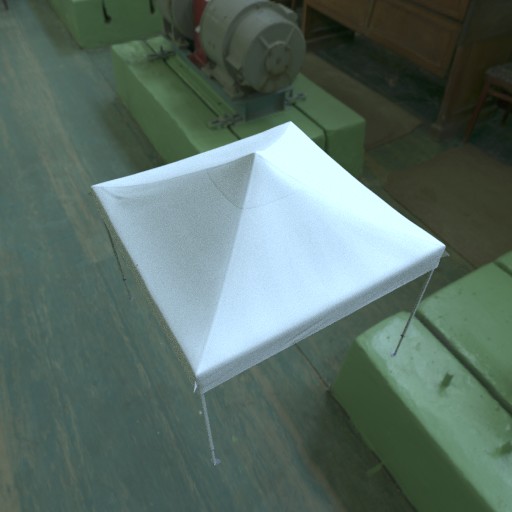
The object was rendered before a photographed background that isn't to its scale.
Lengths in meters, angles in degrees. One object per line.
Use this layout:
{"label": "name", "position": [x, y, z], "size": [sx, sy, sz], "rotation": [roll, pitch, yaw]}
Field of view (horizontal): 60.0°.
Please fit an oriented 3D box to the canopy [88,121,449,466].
{"label": "canopy", "position": [0.000, 0.000, 5.462], "size": [2.996, 2.998, 2.994], "rotation": [-24, 51, -21]}
